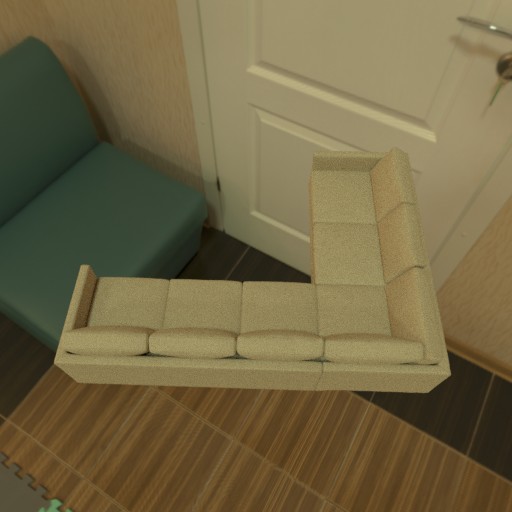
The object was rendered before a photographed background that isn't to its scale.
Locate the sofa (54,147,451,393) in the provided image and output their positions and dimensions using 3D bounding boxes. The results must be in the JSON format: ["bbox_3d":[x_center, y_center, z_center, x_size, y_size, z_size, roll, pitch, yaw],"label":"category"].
[{"bbox_3d":[0.000,0.000,4.353,3.182,0.863,2.432,2,58,1],"label":"sofa"}]
